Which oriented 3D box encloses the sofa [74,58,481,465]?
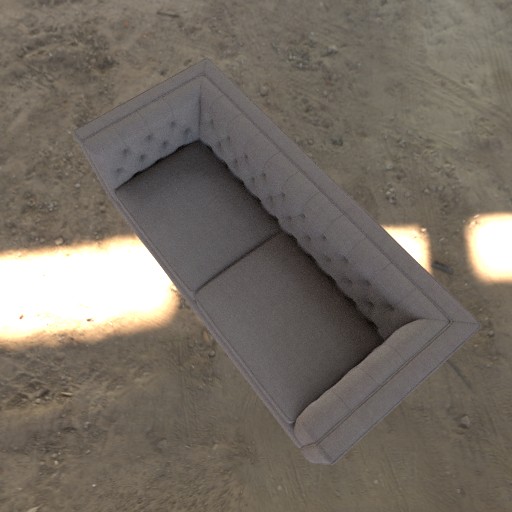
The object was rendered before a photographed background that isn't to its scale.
[{"bbox_3d":[0.000,0.000,2.190,0.775,0.762,1.778,-36,70,-15],"label":"sofa"}]
